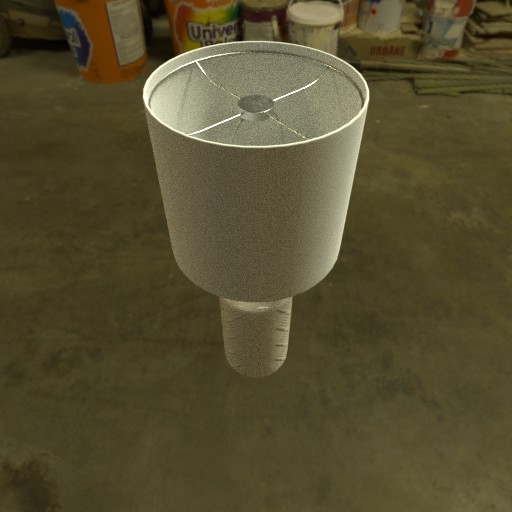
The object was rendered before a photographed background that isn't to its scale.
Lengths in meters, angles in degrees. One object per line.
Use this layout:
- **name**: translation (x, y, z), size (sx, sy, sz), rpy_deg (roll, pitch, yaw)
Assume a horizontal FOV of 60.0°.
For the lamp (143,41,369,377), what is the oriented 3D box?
- **lamp**: translation (0.000, 0.000, 0.577), size (0.207, 0.461, 0.207), rpy_deg (-31, 54, -26)
